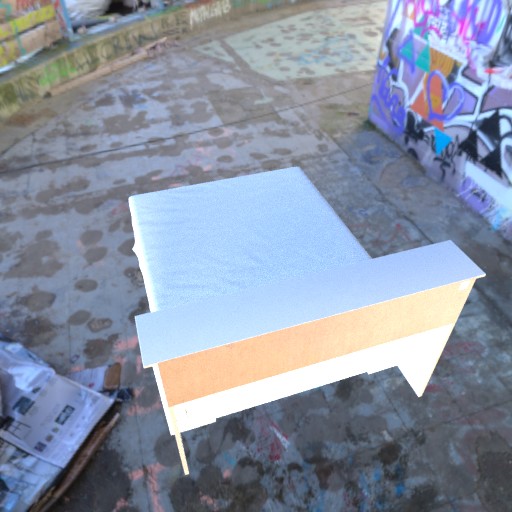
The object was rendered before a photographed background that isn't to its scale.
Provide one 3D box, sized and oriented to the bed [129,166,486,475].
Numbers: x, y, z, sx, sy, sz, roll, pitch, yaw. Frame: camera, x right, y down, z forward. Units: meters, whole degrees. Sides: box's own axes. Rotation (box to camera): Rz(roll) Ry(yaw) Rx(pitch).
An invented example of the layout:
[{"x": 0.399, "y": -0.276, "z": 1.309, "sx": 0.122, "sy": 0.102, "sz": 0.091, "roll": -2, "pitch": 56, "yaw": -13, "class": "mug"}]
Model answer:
[{"x": 0.000, "y": 0.000, "z": 3.097, "sx": 1.671, "sy": 1.092, "sz": 2.133, "roll": -13, "pitch": 43, "yaw": -14, "class": "bed"}]
